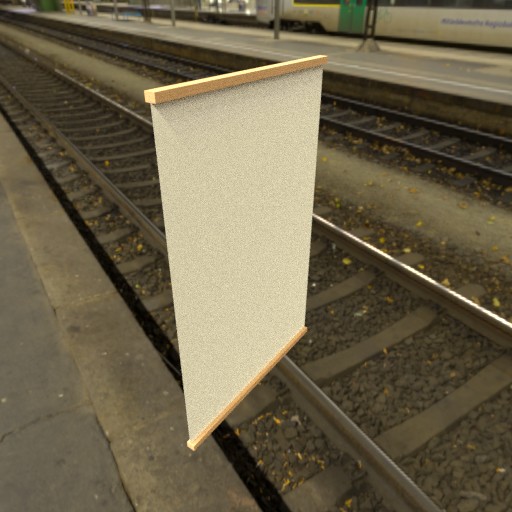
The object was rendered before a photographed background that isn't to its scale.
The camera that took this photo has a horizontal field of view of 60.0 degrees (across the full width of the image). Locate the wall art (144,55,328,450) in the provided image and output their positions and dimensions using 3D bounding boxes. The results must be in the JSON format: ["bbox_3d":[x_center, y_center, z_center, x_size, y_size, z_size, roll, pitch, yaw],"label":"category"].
[{"bbox_3d":[0.000,0.000,1.304,0.027,1.020,0.669,20,36,30],"label":"wall art"}]
